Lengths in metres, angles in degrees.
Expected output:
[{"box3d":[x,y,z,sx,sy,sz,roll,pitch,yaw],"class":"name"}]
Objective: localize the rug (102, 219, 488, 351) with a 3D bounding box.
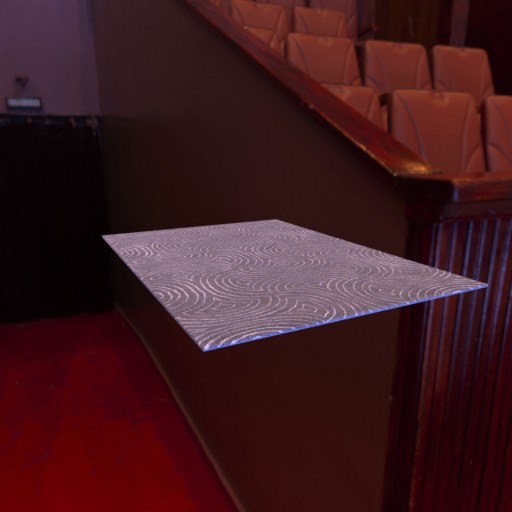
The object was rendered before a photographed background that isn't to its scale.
[{"box3d":[0.000,0.000,2.826,1.543,0.015,2.144,-8,16,-27],"class":"rug"}]
